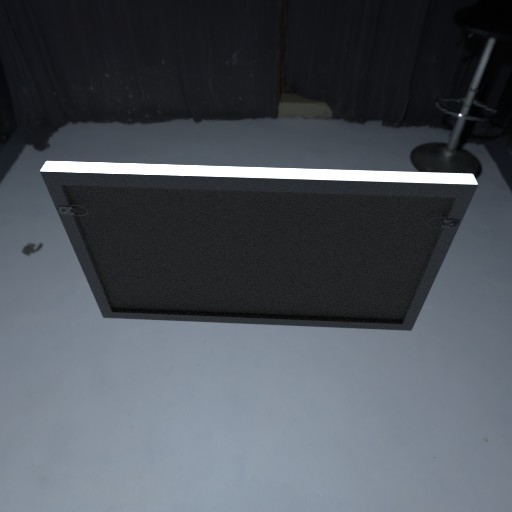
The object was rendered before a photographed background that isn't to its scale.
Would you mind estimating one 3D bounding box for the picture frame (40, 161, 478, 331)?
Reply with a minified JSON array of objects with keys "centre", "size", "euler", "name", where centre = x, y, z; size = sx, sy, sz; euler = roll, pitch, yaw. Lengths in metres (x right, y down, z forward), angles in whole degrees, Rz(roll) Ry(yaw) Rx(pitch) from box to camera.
[{"centre":[0.000,0.000,0.803],"size":[0.647,0.379,0.044],"euler":[2,47,2],"name":"picture frame"}]
